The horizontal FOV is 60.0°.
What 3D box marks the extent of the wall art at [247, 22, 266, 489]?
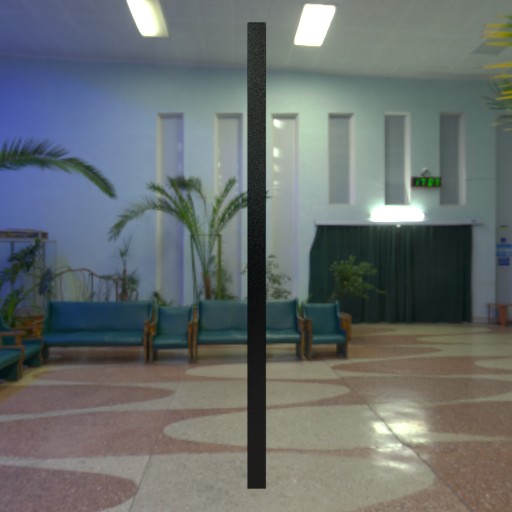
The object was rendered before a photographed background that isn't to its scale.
[{"bbox_3d":[0.000,0.000,0.506,0.014,0.349,0.349,0,0,0],"label":"wall art"}]
